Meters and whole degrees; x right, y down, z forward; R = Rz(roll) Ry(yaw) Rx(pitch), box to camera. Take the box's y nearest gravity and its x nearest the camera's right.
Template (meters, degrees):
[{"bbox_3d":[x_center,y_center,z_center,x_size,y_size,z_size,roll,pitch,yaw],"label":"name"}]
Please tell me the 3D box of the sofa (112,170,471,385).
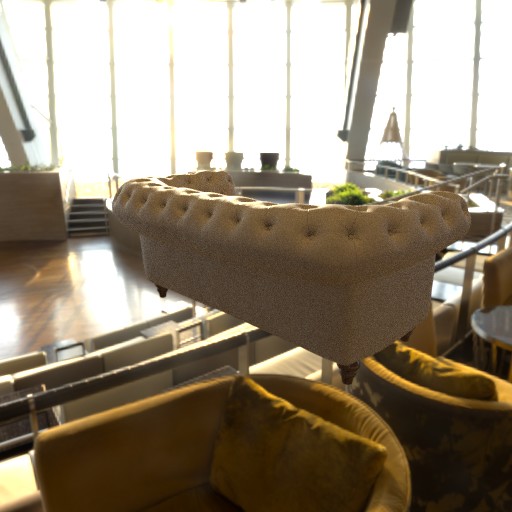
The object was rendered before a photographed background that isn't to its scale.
[{"bbox_3d":[0.000,0.000,2.561,1.069,0.835,1.988,-15,22,-42],"label":"sofa"}]
